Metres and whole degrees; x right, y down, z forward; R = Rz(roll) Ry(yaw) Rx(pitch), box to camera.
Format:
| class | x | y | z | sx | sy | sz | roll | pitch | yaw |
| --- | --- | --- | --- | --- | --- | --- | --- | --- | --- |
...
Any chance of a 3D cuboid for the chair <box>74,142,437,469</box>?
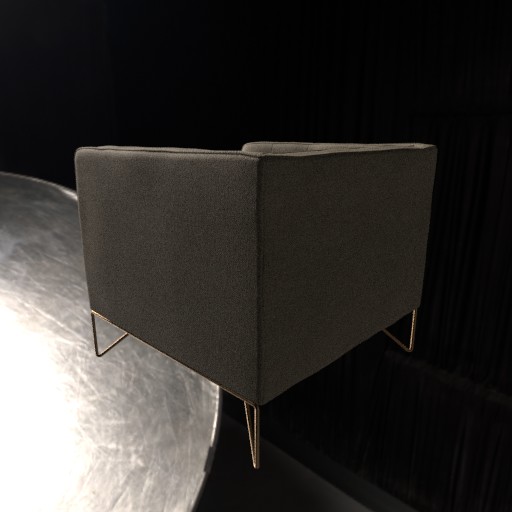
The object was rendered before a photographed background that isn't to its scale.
| class | x | y | z | sx | sy | sz | roll | pitch | yaw |
| --- | --- | --- | --- | --- | --- | --- | --- | --- | --- |
| chair | 0.000 | 0.000 | 1.625 | 0.912 | 0.799 | 0.920 | 15 | 21 | 42 |
